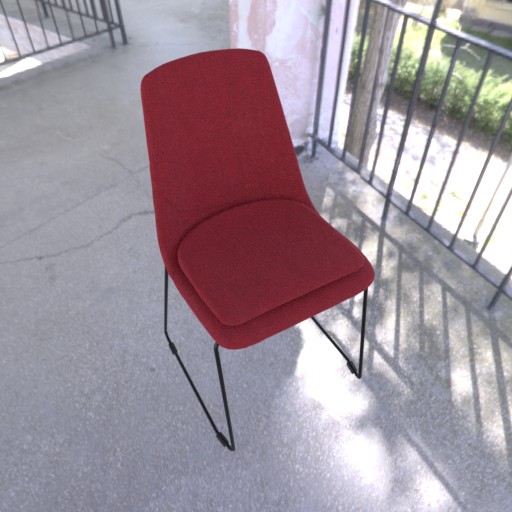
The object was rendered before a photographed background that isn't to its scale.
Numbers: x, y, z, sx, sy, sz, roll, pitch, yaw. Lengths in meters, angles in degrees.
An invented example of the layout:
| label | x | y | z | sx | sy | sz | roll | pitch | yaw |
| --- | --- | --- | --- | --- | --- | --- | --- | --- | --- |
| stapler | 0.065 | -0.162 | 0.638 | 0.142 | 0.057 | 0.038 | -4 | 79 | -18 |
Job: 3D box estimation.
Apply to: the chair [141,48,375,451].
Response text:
| label | x | y | z | sx | sy | sz | roll | pitch | yaw |
| --- | --- | --- | --- | --- | --- | --- | --- | --- | --- |
| chair | 0.000 | 0.000 | 1.141 | 0.479 | 0.858 | 0.518 | -22 | 48 | -21 |
